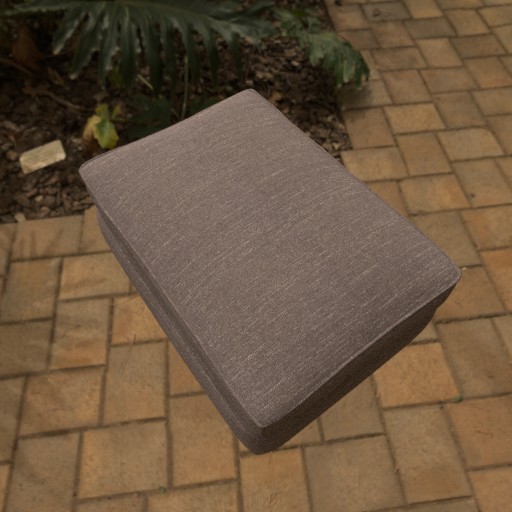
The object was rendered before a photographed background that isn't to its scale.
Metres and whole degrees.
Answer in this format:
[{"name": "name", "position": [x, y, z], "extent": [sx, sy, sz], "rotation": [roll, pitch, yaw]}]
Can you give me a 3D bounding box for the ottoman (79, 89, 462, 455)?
[{"name": "ottoman", "position": [0.000, 0.000, 0.993], "extent": [0.508, 0.406, 0.686], "rotation": [-31, 62, -19]}]
